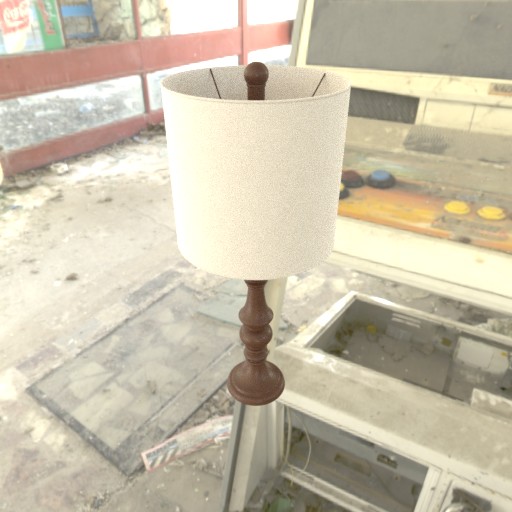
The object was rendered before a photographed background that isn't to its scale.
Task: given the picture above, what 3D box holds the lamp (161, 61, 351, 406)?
[{"bbox_3d":[0.000,0.000,0.735,0.250,0.597,0.250,-20,37,-29],"label":"lamp"}]
